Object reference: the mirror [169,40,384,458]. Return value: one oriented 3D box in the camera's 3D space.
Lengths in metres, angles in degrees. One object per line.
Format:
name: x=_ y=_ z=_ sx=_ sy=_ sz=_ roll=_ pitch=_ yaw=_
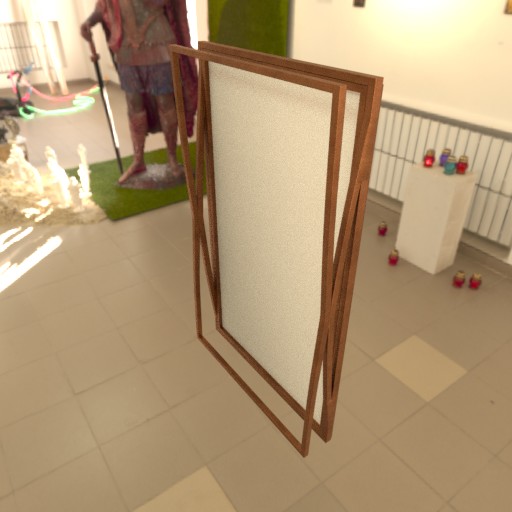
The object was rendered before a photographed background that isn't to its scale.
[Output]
mirror: x=0.000 y=0.000 z=0.929 sx=0.082 sy=0.768 sz=0.468 roll=-21 pitch=38 yaw=-30
